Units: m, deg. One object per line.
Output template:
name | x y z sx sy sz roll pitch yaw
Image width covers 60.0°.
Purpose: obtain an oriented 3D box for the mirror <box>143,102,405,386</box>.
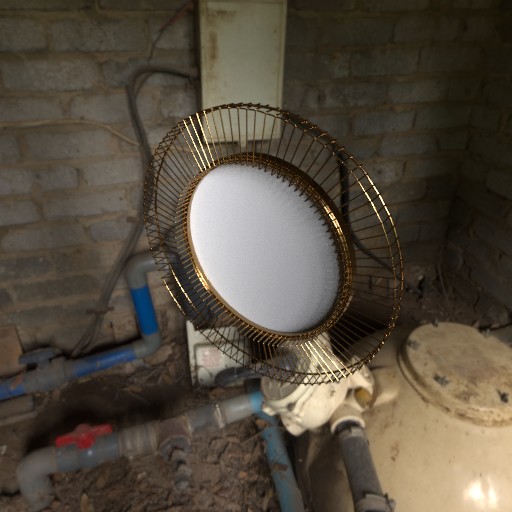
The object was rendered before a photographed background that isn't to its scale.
mirror | 0.000 0.000 1.065 0.703 0.703 0.067 19 35 29
